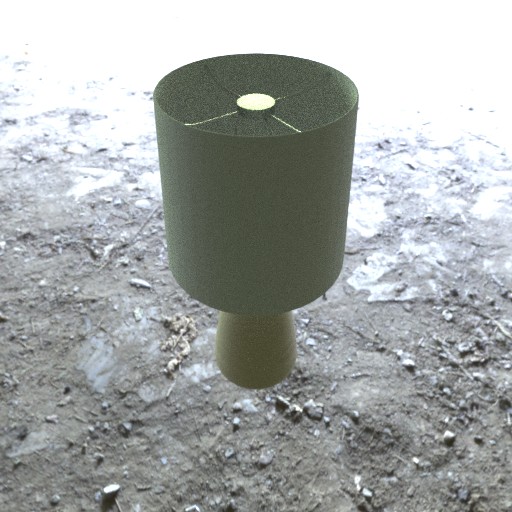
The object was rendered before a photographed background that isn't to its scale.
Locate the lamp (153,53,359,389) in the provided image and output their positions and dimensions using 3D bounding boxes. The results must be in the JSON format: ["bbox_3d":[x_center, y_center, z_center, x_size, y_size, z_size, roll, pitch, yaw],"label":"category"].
[{"bbox_3d":[0.000,0.000,0.482,0.186,0.369,0.186,0,43,0],"label":"lamp"}]
